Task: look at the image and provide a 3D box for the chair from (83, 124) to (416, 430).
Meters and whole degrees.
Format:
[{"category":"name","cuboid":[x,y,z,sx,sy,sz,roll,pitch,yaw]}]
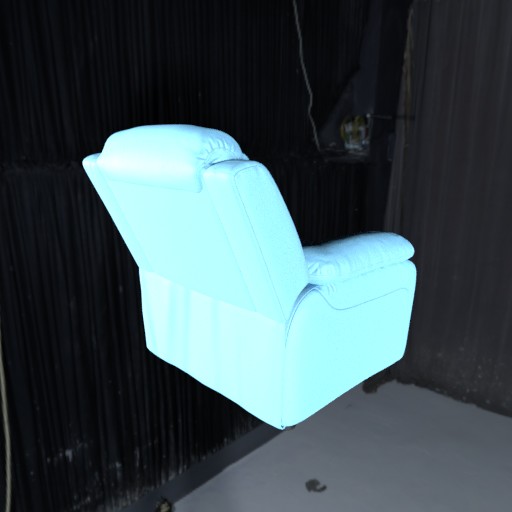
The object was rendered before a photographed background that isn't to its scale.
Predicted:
[{"category":"chair","cuboid":[0.000,0.000,1.253,0.709,0.702,0.680,-15,21,-43]}]
